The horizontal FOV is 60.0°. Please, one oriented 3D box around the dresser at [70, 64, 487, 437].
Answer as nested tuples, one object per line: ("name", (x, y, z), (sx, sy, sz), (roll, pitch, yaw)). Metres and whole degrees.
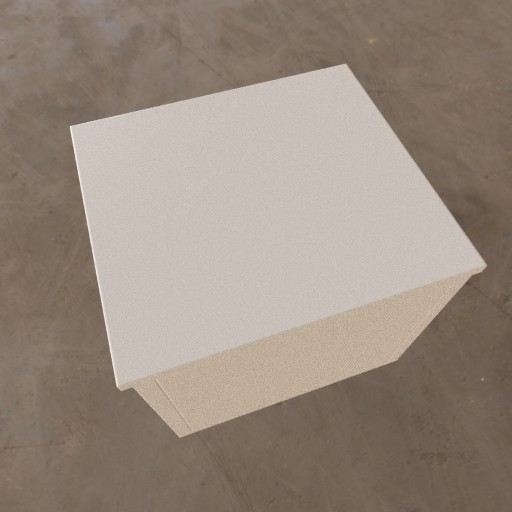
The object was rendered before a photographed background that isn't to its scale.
("dresser", (0.000, 0.000, 0.728), (0.430, 0.360, 0.400), (-16, 61, -10))
